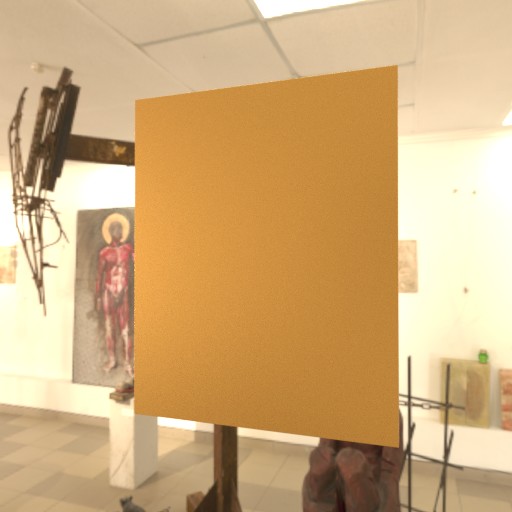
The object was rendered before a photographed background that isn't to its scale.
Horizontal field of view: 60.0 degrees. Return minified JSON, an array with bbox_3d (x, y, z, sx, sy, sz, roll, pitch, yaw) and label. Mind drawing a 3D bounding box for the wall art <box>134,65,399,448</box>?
[{"bbox_3d":[0.000,0.000,0.997,0.610,0.762,0.038,0,-1,19],"label":"wall art"}]
